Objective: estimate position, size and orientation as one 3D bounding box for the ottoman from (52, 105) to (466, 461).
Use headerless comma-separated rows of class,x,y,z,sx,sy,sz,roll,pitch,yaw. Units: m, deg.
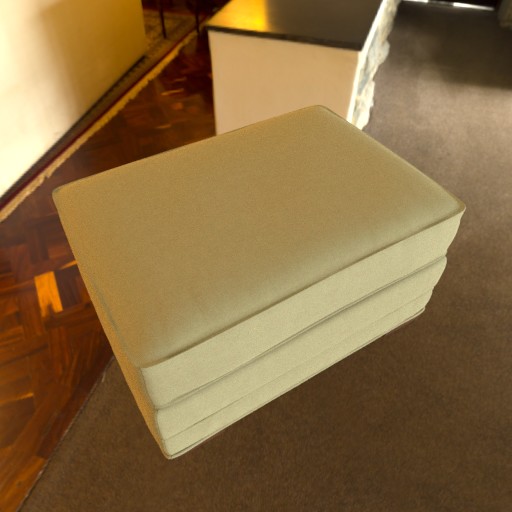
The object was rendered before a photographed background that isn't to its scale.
ottoman,0.000,0.000,1.189,0.848,0.482,0.611,-24,51,-21
